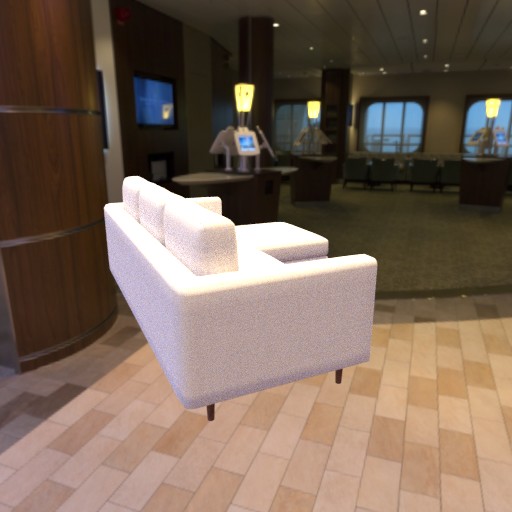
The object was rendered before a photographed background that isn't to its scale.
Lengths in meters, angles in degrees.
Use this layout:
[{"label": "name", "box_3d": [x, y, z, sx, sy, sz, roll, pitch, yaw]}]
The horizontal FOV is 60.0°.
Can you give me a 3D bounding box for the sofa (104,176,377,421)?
[{"label": "sofa", "box_3d": [0.000, 0.000, 2.838, 1.580, 0.899, 2.029, -8, 18, -24]}]
